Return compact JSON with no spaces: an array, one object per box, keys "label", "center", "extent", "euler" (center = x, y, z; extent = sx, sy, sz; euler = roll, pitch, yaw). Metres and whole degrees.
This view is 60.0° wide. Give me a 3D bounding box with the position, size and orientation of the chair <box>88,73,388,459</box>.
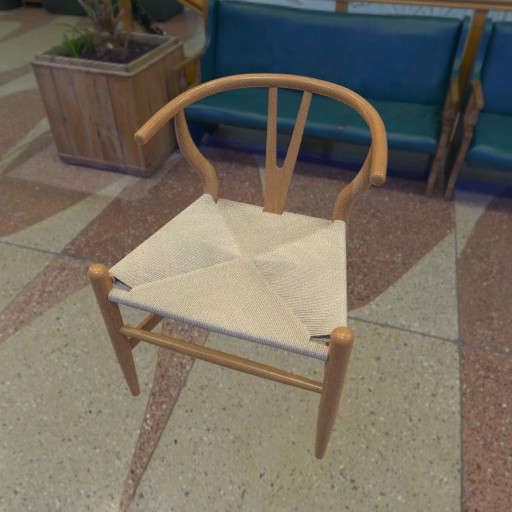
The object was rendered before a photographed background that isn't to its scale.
[{"label":"chair","center":[0.000,0.000,1.135],"extent":[0.569,0.730,0.579],"euler":[13,42,15]}]
